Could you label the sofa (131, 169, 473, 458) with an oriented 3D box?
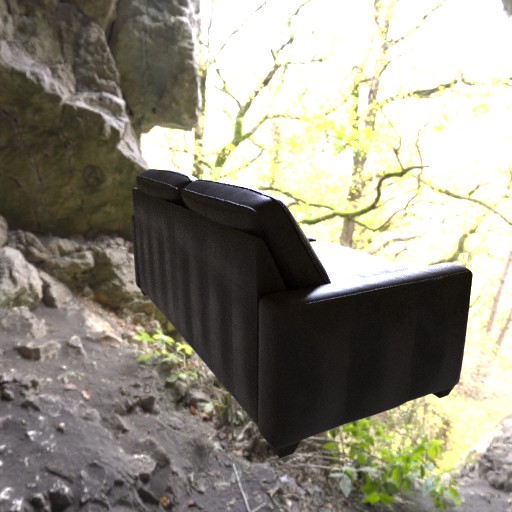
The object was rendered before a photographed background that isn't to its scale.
[{"bbox_3d":[0.000,0.000,2.493,0.939,0.916,2.081,-8,16,-27],"label":"sofa"}]
